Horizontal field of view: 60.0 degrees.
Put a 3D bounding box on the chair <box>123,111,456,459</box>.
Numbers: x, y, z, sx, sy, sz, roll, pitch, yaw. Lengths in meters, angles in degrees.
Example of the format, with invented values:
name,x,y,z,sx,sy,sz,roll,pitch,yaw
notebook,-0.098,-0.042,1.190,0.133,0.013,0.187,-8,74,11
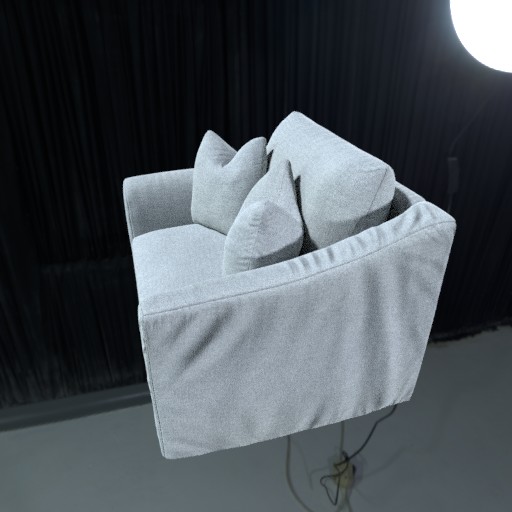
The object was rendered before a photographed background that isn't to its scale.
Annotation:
name,x,y,z,sx,sy,sz,roll,pitch,yaw
chair,0.000,0.000,1.988,1.071,1.059,1.194,-9,31,-15
